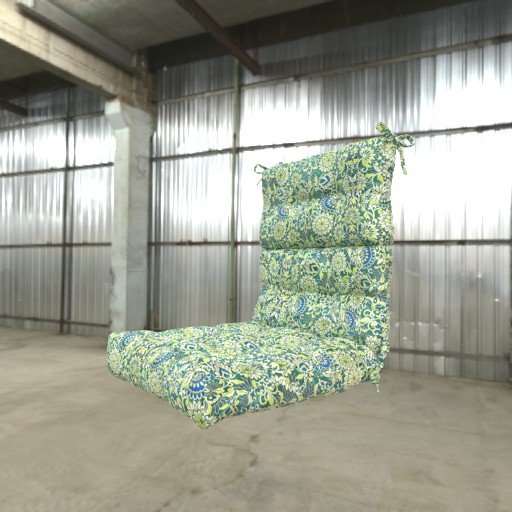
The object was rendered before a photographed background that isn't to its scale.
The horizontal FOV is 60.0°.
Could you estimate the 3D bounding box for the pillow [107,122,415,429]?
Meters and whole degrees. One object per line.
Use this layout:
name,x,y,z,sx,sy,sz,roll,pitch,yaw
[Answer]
pillow,0.000,0.000,1.048,0.571,0.605,0.519,1,-1,-36
